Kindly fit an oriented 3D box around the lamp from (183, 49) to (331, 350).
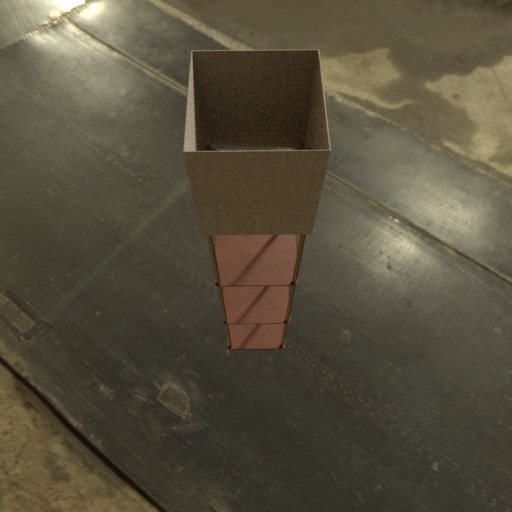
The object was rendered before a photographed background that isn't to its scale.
[{"bbox_3d":[0.000,0.000,1.689,0.308,1.569,0.310,-1,63,0],"label":"lamp"}]
